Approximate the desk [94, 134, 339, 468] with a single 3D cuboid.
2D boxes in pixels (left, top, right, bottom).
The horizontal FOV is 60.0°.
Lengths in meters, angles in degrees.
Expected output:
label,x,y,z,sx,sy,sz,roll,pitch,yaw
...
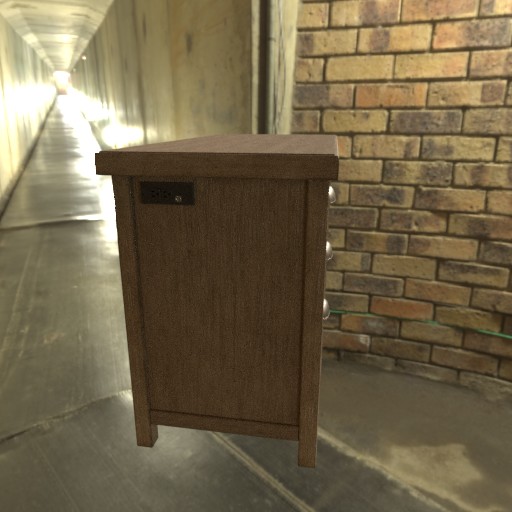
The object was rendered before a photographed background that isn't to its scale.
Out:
label,x,y,z,sx,sy,sz,roll,pitch,yaw
desk,0.000,0.000,1.804,0.610,0.912,1.289,3,17,9
